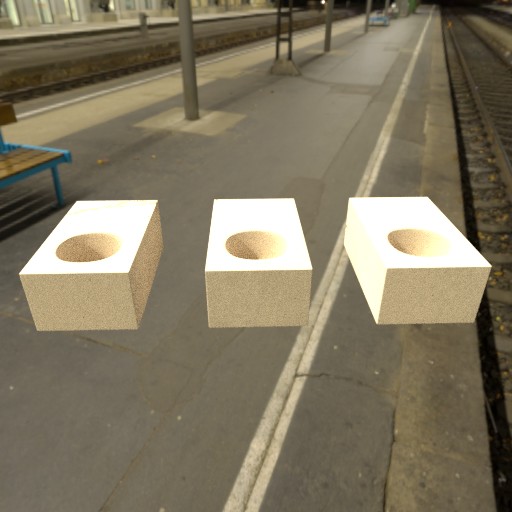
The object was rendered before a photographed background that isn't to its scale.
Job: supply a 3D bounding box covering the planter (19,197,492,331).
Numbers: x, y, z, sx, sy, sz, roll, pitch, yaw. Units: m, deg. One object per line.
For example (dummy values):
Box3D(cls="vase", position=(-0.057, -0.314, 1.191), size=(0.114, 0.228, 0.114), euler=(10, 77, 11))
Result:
Box3D(cls="planter", position=(0.000, 0.000, 0.379), size=(0.333, 0.051, 0.127), euler=(-1, 30, -1))
